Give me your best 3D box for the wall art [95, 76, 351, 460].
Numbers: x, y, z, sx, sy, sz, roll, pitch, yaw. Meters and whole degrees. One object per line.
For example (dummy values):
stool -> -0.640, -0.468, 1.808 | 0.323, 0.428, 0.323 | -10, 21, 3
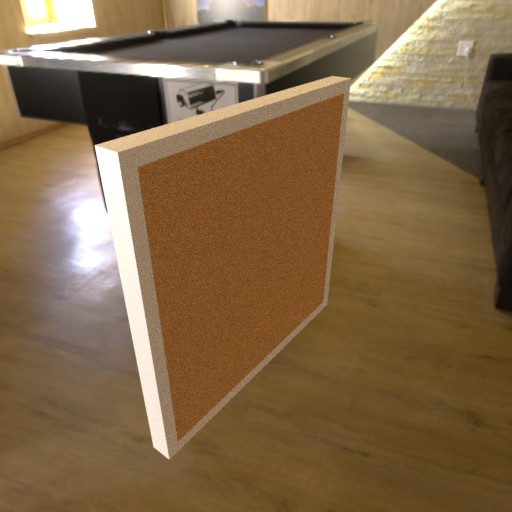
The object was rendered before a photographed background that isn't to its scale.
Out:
wall art -> 0.000, 0.000, 0.760 | 0.038, 0.508, 0.507 | 22, 38, 31
